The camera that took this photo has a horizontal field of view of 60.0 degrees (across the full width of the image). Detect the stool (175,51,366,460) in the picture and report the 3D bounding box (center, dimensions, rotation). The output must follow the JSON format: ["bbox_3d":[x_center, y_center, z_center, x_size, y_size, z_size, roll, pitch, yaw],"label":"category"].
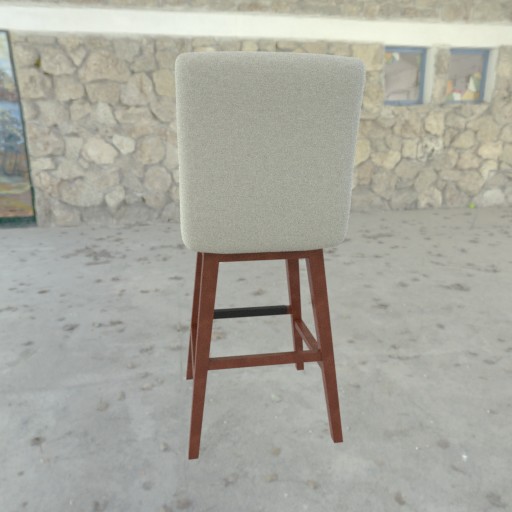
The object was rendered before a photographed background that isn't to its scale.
[{"bbox_3d":[0.000,0.000,1.390,0.470,1.092,0.559,-2,15,-9],"label":"stool"}]
